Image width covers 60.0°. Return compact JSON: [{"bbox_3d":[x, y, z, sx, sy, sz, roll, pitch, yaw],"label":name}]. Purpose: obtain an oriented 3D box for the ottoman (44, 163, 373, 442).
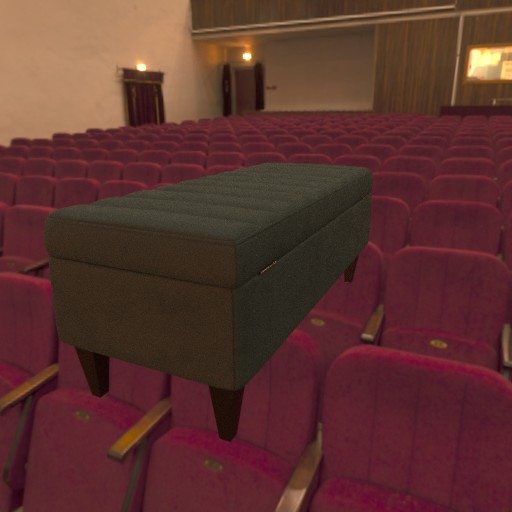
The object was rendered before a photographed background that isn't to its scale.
[{"bbox_3d":[0.000,0.000,1.386,0.482,0.469,1.151,8,19,24],"label":"ottoman"}]
